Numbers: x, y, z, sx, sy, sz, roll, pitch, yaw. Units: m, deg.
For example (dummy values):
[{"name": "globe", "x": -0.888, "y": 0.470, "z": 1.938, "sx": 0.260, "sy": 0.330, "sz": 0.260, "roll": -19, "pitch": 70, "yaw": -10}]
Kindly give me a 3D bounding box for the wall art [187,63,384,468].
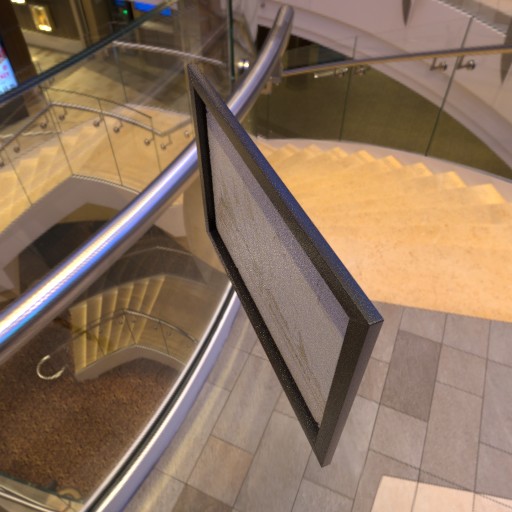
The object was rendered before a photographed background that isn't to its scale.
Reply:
[{"name": "wall art", "x": 0.000, "y": 0.000, "z": 0.559, "sx": 0.013, "sy": 0.306, "sz": 0.440, "roll": -17, "pitch": 50, "yaw": -15}]
